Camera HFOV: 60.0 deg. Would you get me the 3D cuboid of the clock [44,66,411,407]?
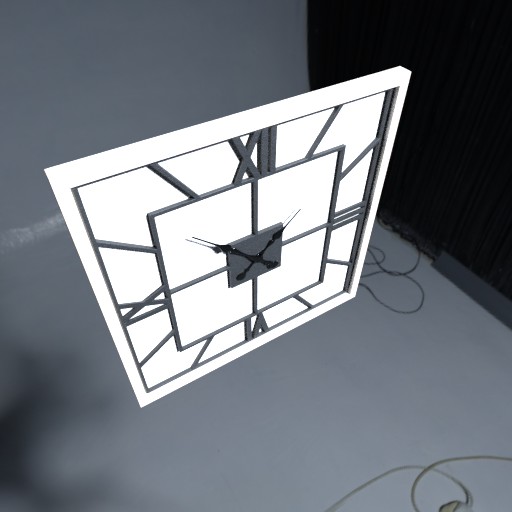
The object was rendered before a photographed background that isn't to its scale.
[{"bbox_3d":[0.000,0.000,1.017,0.705,0.705,0.032,-23,50,-21],"label":"clock"}]
